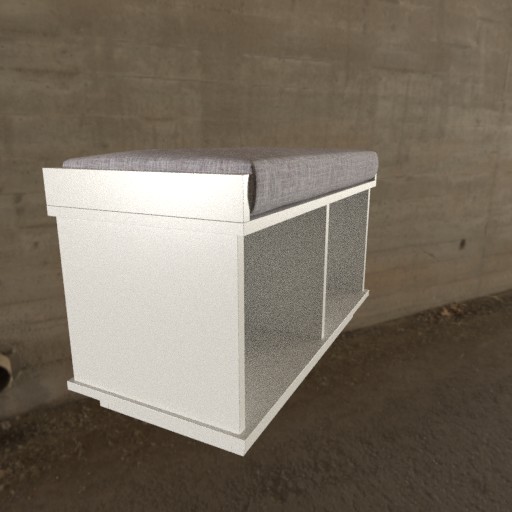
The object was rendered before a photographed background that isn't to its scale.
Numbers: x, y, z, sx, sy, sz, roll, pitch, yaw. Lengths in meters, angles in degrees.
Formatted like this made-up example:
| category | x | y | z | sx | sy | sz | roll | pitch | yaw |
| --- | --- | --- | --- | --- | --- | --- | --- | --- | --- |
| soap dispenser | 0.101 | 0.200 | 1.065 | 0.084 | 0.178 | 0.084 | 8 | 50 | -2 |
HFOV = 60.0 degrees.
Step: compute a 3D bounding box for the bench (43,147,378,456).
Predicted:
| category | x | y | z | sx | sy | sz | roll | pitch | yaw |
| --- | --- | --- | --- | --- | --- | --- | --- | --- | --- |
| bench | 0.000 | 0.000 | 0.966 | 0.362 | 0.461 | 0.734 | 7 | 16 | 26 |
